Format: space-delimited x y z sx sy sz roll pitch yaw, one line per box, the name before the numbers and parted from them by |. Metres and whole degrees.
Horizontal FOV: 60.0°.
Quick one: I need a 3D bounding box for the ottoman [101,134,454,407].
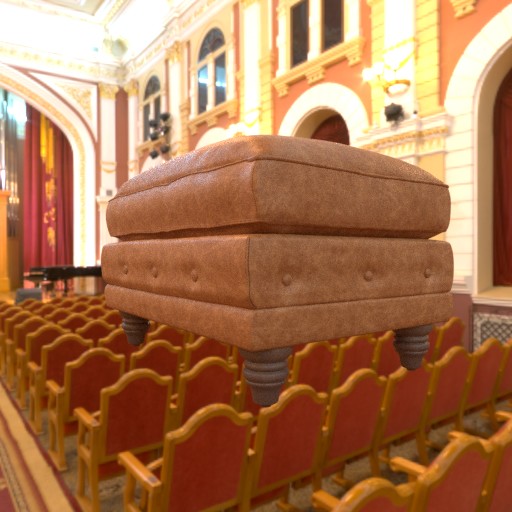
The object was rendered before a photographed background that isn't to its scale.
ottoman | 0.000 0.000 1.061 0.533 0.480 0.710 0 0 -36
